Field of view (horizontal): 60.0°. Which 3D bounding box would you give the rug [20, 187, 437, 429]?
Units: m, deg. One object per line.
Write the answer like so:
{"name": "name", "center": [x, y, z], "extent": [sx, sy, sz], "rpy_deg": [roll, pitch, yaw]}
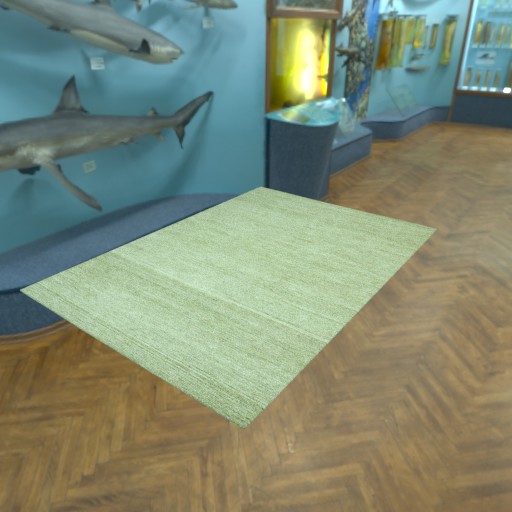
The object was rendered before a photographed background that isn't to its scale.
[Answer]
{"name": "rug", "center": [0.000, 0.000, 2.856], "extent": [1.606, 0.017, 2.270], "rpy_deg": [19, 33, 32]}
